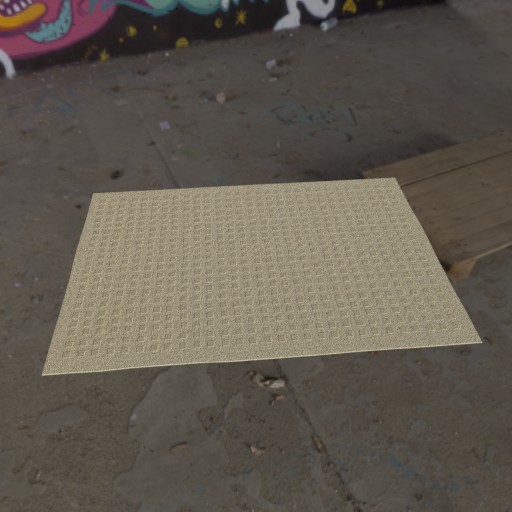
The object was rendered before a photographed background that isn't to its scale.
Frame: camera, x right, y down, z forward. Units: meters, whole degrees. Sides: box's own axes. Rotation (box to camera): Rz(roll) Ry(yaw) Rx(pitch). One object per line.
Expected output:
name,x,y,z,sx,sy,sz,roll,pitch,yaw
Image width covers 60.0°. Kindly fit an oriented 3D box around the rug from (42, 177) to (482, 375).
rug,0.000,0.000,2.150,1.747,0.006,1.143,-4,46,-3
